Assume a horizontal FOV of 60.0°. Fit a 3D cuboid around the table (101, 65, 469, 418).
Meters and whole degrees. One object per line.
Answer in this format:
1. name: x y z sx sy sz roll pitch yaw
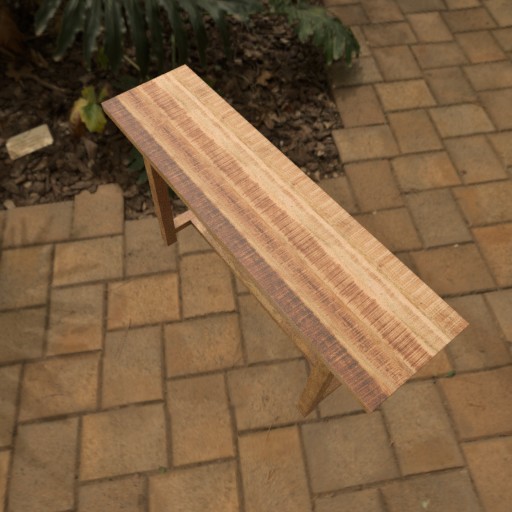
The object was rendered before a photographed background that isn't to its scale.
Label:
1. table: 0.000 0.000 1.894 0.405 0.810 1.524 -34 64 -18
